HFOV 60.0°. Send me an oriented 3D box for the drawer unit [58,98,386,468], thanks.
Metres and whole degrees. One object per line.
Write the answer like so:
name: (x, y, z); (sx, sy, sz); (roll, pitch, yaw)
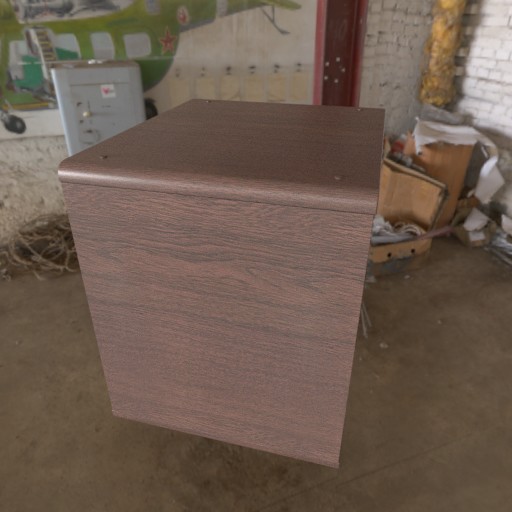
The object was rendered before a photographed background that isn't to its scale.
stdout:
drawer unit: (0.000, 0.000, 0.603); (0.290, 0.344, 0.344); (8, 30, 13)
